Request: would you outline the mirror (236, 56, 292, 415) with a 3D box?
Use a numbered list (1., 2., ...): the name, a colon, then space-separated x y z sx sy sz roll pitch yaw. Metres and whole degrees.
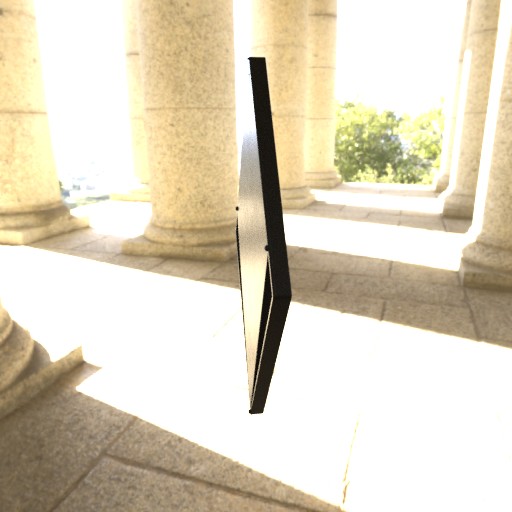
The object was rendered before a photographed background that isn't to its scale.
1. mirror: 0.000 0.000 0.820 0.032 0.679 0.419 -3 16 -9
